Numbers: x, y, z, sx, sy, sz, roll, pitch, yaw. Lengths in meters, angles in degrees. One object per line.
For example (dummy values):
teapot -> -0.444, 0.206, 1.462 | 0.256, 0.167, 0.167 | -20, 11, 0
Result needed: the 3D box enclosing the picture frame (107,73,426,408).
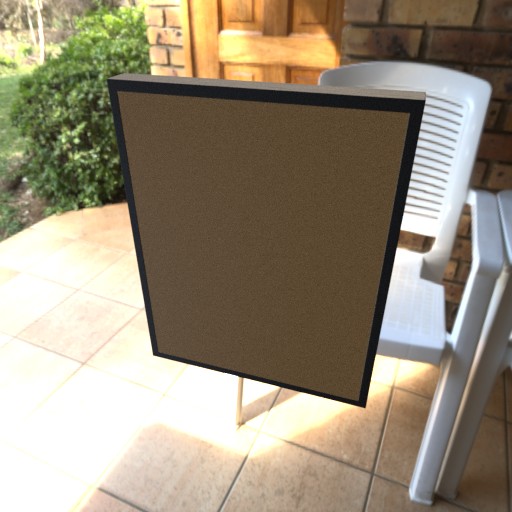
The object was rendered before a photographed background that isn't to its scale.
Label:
picture frame -> 0.000, 0.000, 0.717 | 0.421, 0.526, 0.046 | 10, 33, 15
